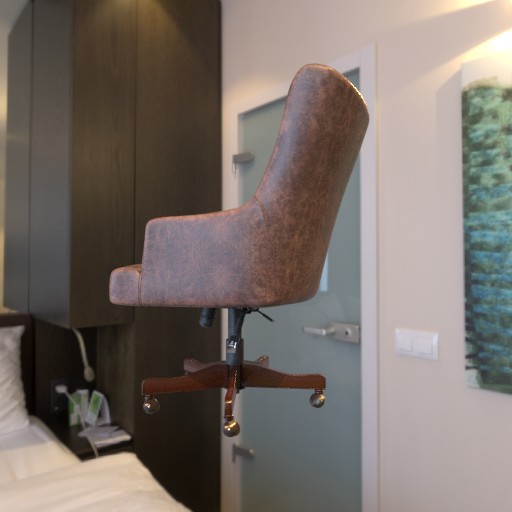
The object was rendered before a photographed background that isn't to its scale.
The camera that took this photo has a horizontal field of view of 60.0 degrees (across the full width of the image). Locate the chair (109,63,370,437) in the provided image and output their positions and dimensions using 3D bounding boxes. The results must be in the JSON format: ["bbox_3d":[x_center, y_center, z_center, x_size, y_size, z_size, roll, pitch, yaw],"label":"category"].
[{"bbox_3d":[0.000,0.000,1.532,0.762,1.035,0.641,0,-1,18],"label":"chair"}]
